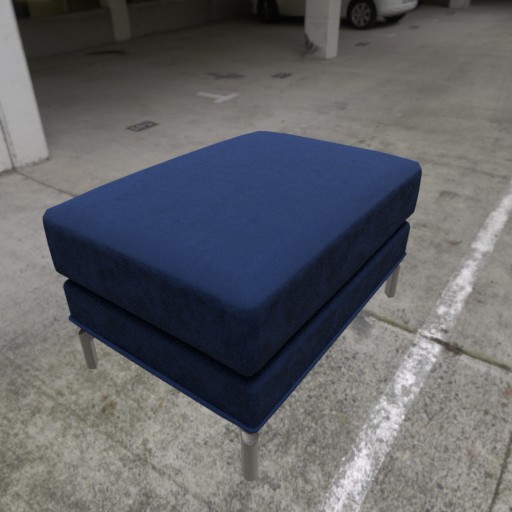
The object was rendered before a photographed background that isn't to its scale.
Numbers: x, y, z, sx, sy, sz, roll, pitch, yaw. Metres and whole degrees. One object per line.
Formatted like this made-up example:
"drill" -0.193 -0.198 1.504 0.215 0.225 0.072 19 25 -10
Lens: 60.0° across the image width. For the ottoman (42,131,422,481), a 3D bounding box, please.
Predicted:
"ottoman" 0.000 0.000 1.202 0.587 0.498 0.835 20 37 30
